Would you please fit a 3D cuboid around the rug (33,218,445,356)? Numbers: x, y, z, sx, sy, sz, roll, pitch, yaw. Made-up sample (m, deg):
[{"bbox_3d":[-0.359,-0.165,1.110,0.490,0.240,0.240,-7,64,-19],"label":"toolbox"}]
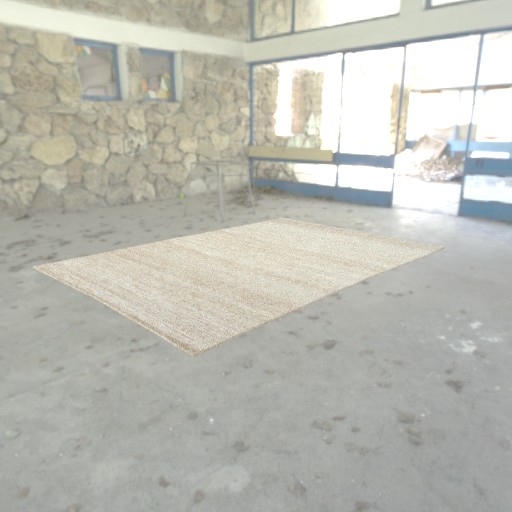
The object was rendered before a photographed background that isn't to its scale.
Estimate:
[{"bbox_3d":[0.000,0.000,2.952,1.596,0.030,2.283,15,21,43],"label":"rug"}]
